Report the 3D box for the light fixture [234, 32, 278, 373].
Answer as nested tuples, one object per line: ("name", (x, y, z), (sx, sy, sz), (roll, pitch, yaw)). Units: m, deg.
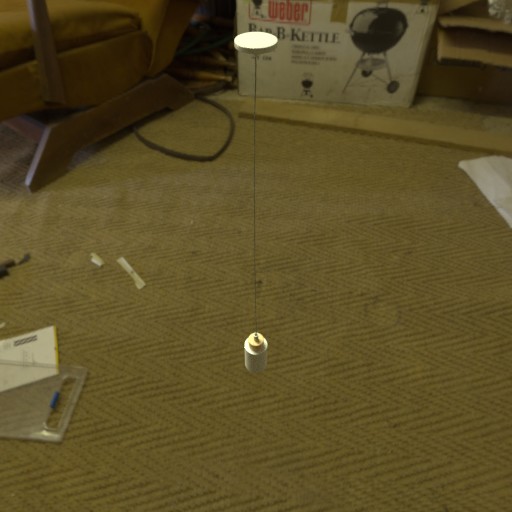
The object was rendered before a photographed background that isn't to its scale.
("light fixture", (0.000, 0.000, 1.924), (0.125, 1.798, 0.125), (-10, 47, -9))
